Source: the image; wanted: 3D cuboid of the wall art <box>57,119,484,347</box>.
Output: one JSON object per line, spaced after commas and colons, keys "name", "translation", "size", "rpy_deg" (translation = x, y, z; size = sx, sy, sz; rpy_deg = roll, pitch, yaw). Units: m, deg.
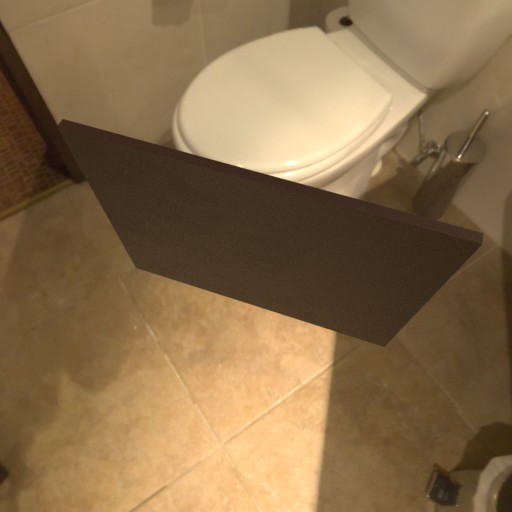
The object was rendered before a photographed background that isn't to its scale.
{"name": "wall art", "translation": [0.000, 0.000, 1.627], "size": [1.207, 0.952, 0.034], "rpy_deg": [17, 64, 8]}
